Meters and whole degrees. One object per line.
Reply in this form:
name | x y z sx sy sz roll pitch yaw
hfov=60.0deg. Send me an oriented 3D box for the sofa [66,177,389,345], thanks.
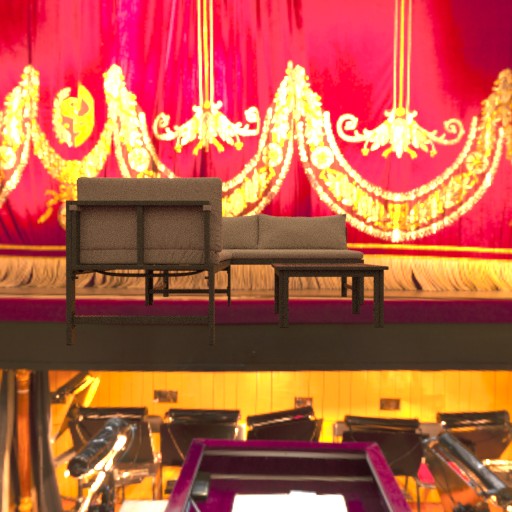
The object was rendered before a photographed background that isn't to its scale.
sofa | 0.000 0.000 2.961 1.658 0.758 2.096 0 1 0
